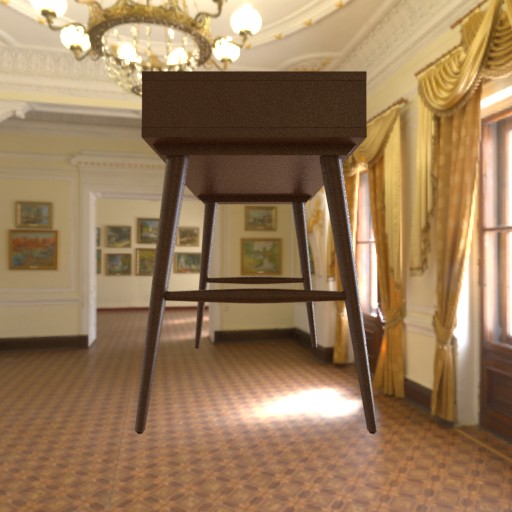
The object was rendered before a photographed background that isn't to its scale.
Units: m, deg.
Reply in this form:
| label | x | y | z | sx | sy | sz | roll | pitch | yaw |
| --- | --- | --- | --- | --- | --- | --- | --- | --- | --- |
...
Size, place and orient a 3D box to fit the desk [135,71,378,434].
| label | x | y | z | sx | sy | sz | roll | pitch | yaw |
| --- | --- | --- | --- | --- | --- | --- | --- | --- | --- |
| desk | 0.000 | 0.000 | 1.393 | 0.510 | 0.758 | 0.949 | 0 | -1 | 0 |
